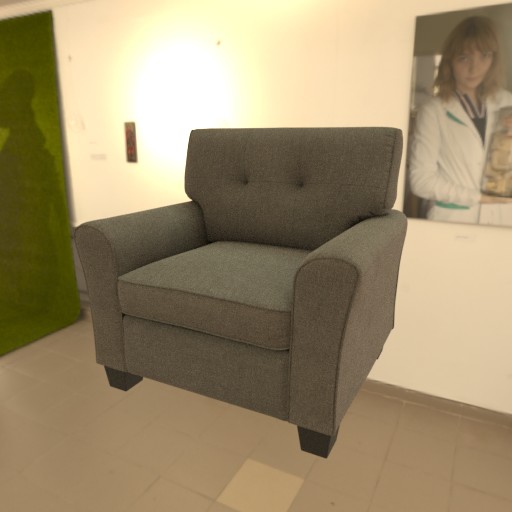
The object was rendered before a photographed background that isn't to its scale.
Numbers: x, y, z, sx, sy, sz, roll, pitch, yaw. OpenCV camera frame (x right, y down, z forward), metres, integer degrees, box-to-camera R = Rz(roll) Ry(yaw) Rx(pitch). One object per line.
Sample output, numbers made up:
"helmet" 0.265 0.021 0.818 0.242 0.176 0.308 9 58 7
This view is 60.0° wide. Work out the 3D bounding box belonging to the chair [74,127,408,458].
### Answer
"chair" 0.000 0.000 1.584 0.941 0.890 0.816 8 17 26
